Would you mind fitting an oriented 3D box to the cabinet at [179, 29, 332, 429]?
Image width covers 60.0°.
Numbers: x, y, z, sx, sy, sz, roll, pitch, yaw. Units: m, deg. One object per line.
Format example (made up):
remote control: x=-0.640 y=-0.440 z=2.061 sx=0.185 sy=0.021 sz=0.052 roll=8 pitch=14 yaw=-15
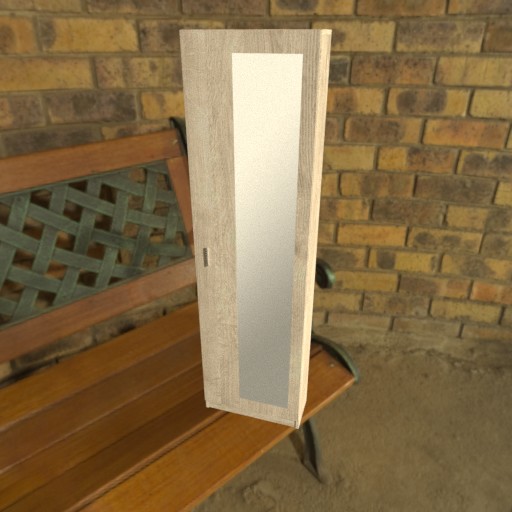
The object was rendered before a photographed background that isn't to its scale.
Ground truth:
cabinet: x=0.000 y=0.000 z=1.968 sx=0.500 sy=1.790 sz=0.230 roll=8 pitch=28 yaw=15
